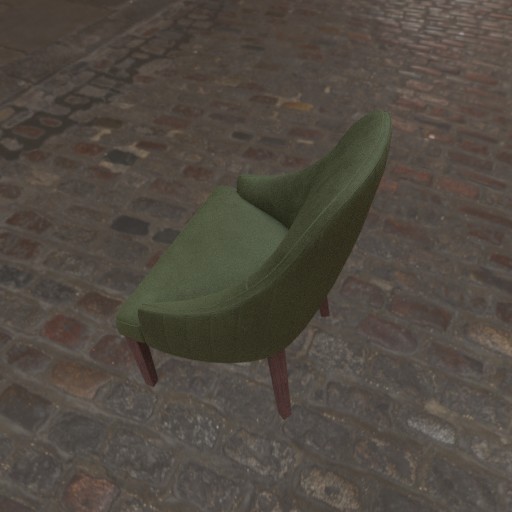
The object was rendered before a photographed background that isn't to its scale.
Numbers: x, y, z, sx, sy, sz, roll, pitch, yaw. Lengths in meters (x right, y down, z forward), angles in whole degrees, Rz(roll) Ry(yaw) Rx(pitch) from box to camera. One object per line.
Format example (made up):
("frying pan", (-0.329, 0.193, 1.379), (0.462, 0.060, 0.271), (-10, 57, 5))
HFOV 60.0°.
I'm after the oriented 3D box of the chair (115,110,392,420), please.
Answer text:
("chair", (0.000, 0.000, 1.267), (0.575, 0.889, 0.643), (18, 49, 16))
